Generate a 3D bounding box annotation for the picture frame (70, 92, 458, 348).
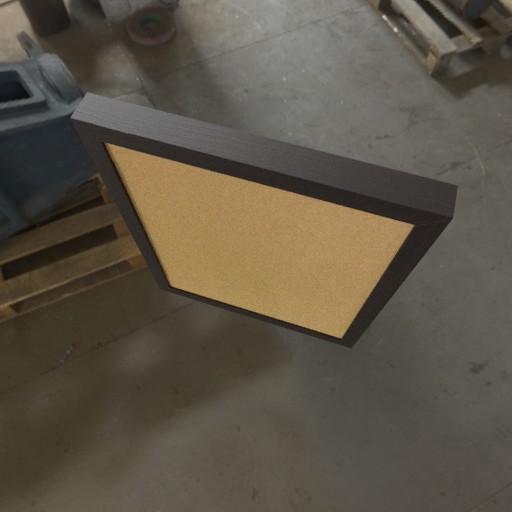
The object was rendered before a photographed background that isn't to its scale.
[{"bbox_3d":[0.000,0.000,0.758,0.452,0.555,0.044,16,65,8],"label":"picture frame"}]
